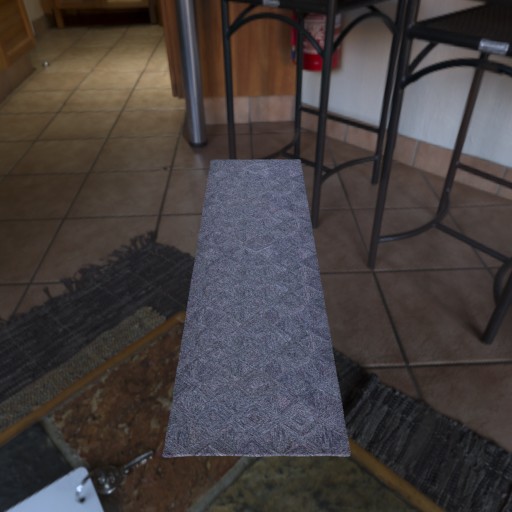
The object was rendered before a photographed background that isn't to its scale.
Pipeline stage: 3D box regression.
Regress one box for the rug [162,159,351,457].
[{"bbox_3d":[0.000,0.000,2.500,0.691,0.011,2.296,0,40,0],"label":"rug"}]
